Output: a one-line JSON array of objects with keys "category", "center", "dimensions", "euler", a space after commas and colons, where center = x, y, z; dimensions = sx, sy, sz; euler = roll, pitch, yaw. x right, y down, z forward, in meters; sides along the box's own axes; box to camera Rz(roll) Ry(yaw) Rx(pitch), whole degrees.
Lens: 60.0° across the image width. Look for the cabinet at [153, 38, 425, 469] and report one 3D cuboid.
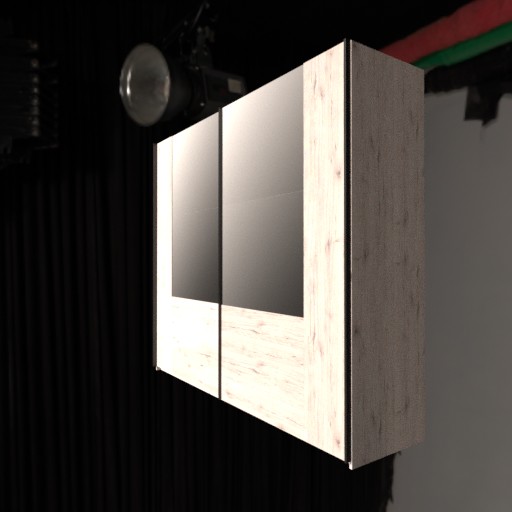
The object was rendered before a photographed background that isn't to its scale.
[{"category": "cabinet", "center": [0.000, 0.000, 3.437], "dimensions": [0.660, 2.180, 2.500], "euler": [0, -1, -35]}]
